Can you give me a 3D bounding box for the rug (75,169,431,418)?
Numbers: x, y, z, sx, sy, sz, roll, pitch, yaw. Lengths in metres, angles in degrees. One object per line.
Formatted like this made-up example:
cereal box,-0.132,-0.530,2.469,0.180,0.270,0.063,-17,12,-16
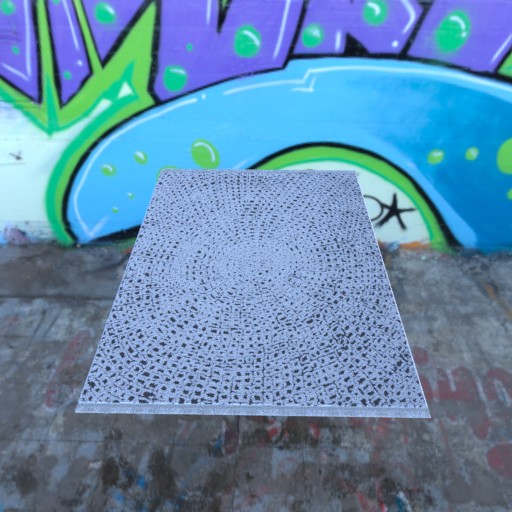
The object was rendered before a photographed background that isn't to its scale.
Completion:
rug,0.000,0.000,2.101,1.190,0.003,1.634,1,40,1
